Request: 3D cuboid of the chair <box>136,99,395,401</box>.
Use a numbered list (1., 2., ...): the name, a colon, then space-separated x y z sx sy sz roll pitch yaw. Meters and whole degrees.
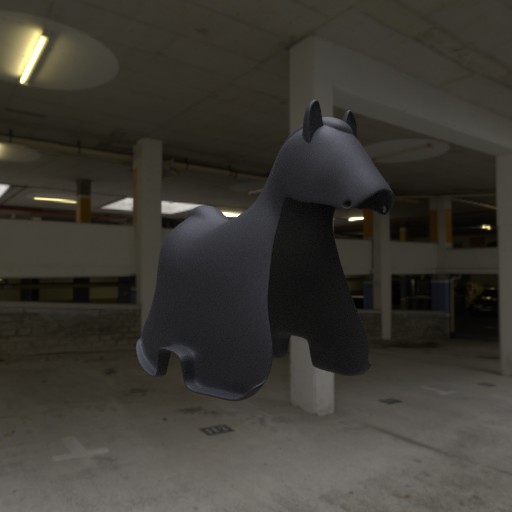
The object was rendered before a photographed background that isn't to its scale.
1. chair: 0.000 0.000 1.125 0.429 0.612 0.800 1 -2 -36
